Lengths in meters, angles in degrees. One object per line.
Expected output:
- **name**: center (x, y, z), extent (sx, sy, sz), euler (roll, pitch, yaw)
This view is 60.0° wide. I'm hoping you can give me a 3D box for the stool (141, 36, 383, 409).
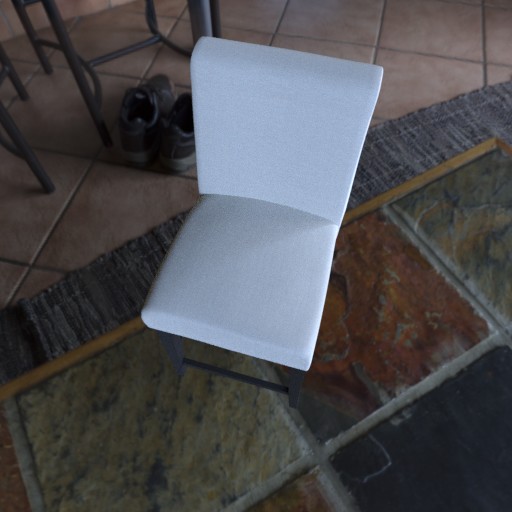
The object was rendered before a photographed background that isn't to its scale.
- **stool**: center (0.000, 0.000, 1.305), extent (0.452, 0.976, 0.597), euler (14, 59, 9)
